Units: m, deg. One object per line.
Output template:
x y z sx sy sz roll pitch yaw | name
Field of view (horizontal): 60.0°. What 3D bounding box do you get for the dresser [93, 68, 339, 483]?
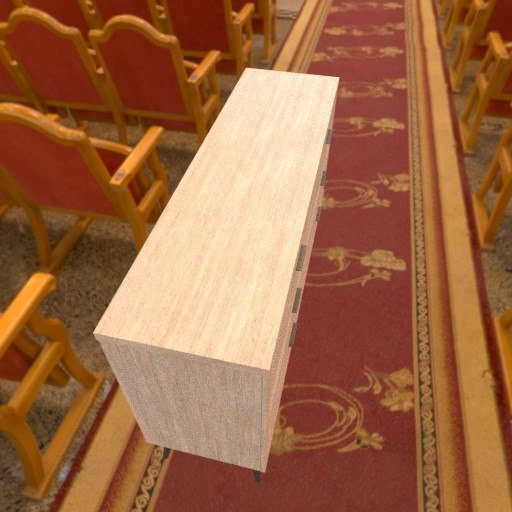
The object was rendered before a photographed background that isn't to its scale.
0.000 0.000 1.887 0.457 0.914 1.524 10 47 9 | dresser
